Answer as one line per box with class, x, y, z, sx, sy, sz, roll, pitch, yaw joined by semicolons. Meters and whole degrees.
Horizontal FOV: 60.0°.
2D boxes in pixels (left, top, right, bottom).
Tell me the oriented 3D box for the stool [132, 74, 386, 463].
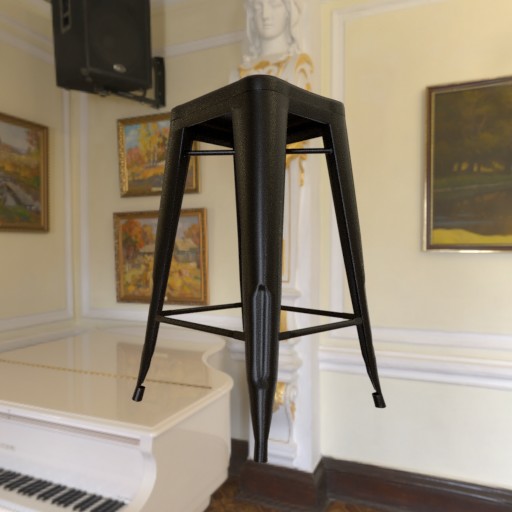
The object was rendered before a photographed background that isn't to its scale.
stool;0.000;0.000;0.909;0.455;0.609;0.423;0;1;35
